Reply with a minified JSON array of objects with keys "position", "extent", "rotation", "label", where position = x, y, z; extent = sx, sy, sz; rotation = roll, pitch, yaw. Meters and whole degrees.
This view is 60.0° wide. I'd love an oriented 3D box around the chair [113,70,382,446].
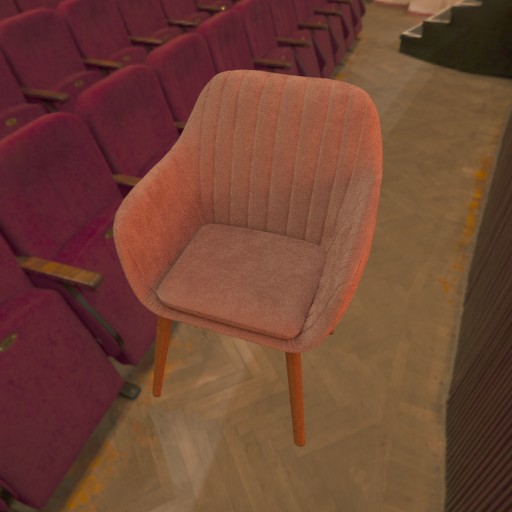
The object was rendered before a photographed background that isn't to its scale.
[{"position":[0.000,0.000,1.254],"extent":[0.610,0.832,0.570],"rotation":[13,42,15],"label":"chair"}]
